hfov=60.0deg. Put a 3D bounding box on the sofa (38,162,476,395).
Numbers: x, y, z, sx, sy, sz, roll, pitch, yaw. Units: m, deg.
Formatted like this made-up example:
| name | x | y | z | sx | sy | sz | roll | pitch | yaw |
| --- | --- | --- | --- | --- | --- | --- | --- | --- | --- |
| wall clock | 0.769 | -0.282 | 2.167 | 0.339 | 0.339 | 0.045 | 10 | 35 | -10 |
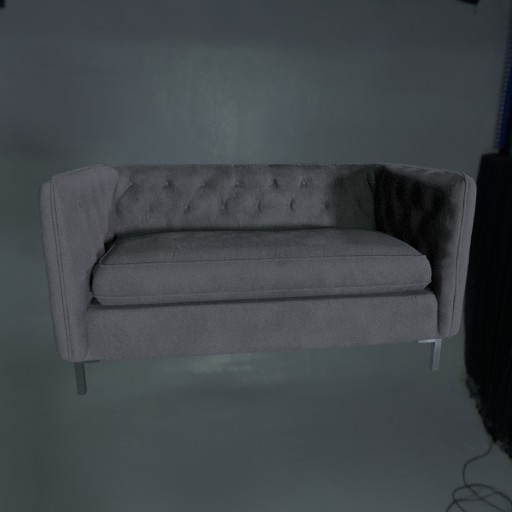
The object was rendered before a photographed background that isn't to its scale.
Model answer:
| name | x | y | z | sx | sy | sz | roll | pitch | yaw |
| --- | --- | --- | --- | --- | --- | --- | --- | --- | --- |
| sofa | 0.000 | 0.000 | 2.029 | 1.583 | 0.810 | 0.909 | -2 | 15 | -7 |
